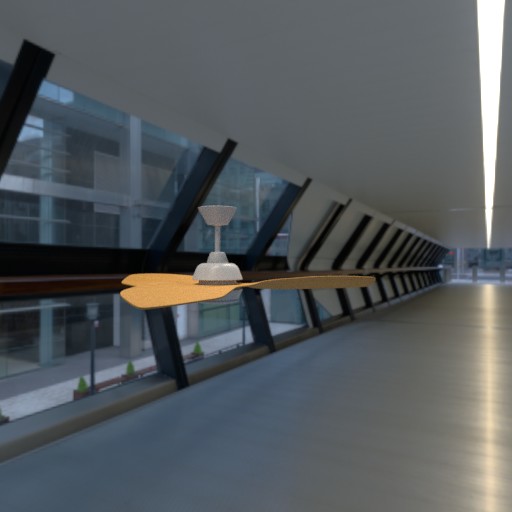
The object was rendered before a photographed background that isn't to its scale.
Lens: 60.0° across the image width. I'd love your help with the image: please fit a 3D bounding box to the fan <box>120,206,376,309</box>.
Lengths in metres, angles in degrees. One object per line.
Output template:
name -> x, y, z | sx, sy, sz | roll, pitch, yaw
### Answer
fan -> 0.000, 0.000, 1.695 | 1.010, 0.355, 1.142 | 0, 0, -18
